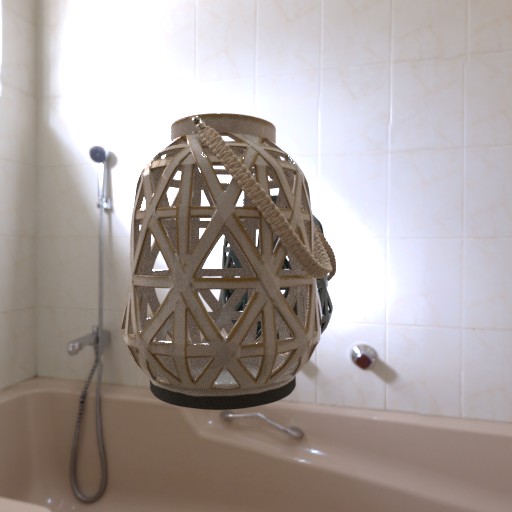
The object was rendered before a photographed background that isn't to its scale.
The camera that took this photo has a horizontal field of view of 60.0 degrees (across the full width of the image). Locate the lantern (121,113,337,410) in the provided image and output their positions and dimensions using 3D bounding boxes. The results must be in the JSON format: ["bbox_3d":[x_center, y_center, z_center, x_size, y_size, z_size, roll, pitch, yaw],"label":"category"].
[{"bbox_3d":[0.000,0.000,0.629,0.245,0.307,0.439,0,1,17],"label":"lantern"}]
